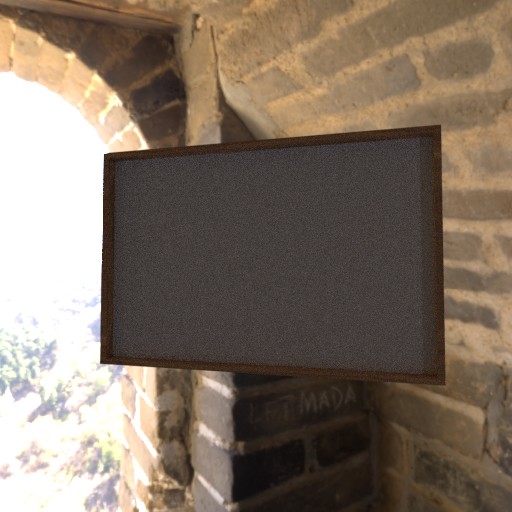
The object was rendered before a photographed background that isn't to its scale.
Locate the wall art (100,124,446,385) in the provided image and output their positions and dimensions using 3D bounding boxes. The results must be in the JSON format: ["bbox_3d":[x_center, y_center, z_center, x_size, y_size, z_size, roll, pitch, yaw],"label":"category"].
[{"bbox_3d":[0.000,0.000,1.165,0.911,0.605,0.037,-1,-2,16],"label":"wall art"}]
